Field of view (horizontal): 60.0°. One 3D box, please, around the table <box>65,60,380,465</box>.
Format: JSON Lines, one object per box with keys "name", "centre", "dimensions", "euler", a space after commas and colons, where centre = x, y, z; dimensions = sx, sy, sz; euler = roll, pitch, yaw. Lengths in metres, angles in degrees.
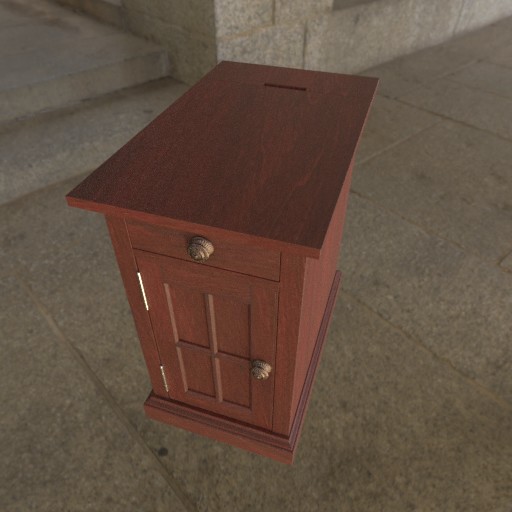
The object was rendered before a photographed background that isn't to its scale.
{"name": "table", "centre": [0.000, 0.000, 0.973], "dimensions": [0.356, 0.612, 0.584], "euler": [12, 43, 14]}
